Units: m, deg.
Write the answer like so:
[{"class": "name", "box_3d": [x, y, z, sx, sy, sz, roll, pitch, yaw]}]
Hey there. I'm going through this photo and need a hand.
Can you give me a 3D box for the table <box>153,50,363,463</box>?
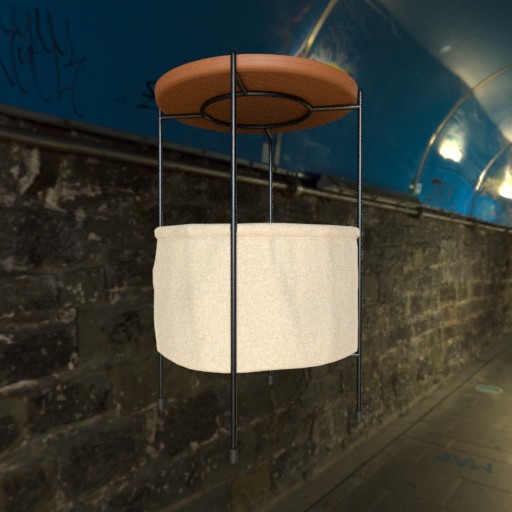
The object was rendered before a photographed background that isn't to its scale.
[{"class": "table", "box_3d": [0.000, 0.000, 0.869, 0.393, 0.623, 0.393, -1, 1, -35]}]
